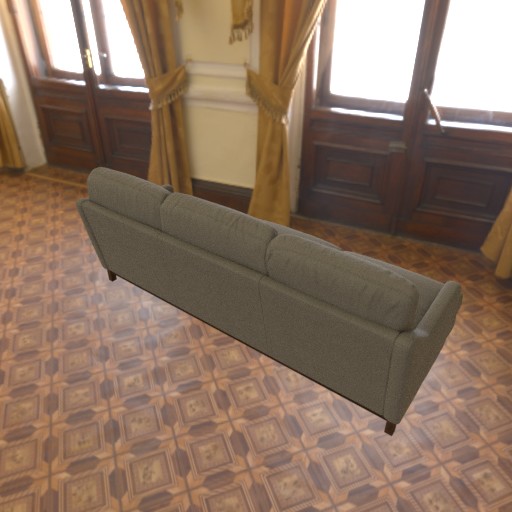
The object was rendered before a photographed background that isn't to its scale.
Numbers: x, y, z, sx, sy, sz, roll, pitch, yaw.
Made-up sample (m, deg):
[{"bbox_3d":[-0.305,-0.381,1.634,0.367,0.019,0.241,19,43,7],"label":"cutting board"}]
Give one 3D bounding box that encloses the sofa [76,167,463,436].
[{"bbox_3d":[0.000,0.000,2.830,2.344,0.926,0.987,22,38,31],"label":"sofa"}]
